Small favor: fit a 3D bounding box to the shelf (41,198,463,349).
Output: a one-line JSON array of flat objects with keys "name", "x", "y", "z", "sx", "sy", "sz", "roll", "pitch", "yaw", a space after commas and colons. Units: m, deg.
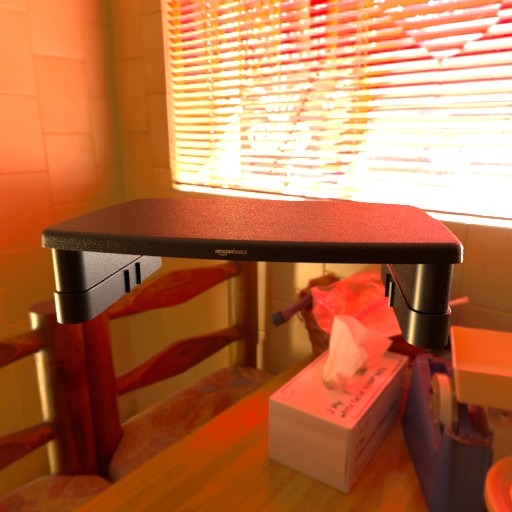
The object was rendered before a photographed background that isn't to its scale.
[{"name": "shelf", "x": 0.000, "y": 0.000, "z": 0.527, "sx": 0.410, "sy": 0.100, "sz": 0.280, "roll": 2, "pitch": 15, "yaw": 9}]
